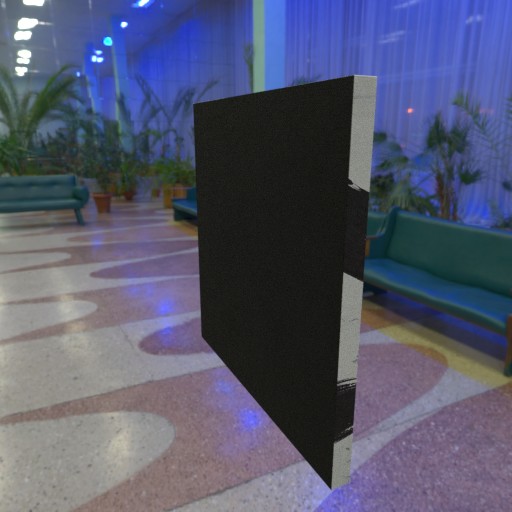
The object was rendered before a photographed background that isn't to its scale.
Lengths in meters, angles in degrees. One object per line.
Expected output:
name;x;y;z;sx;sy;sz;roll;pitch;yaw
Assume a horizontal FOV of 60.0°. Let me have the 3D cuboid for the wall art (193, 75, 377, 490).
wall art;0.000;0.000;1.112;0.046;0.765;0.765;-8;17;-25
